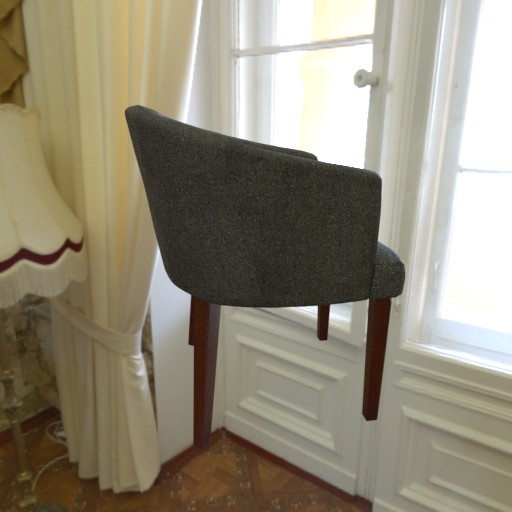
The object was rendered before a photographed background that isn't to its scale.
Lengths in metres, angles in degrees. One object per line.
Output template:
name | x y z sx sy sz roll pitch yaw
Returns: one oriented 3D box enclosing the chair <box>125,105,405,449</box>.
chair | 0.000 0.000 1.261 0.655 0.811 0.583 -3 18 -9
